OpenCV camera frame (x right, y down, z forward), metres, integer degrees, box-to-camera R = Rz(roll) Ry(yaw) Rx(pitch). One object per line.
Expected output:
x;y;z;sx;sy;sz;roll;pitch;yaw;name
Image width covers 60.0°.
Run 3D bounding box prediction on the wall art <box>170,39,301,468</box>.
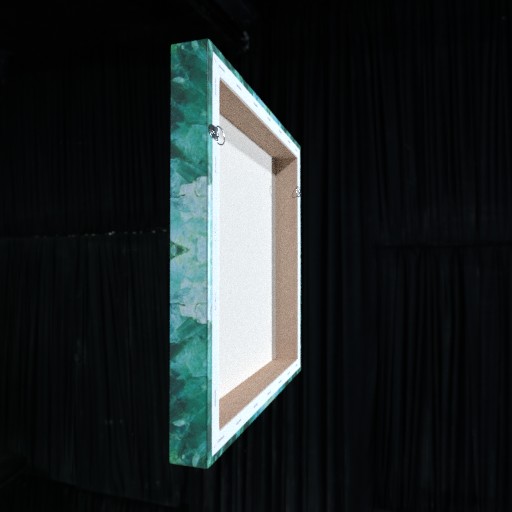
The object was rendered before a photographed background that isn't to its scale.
0.000;0.000;0.473;0.033;0.313;0.313;0;-1;18;wall art
